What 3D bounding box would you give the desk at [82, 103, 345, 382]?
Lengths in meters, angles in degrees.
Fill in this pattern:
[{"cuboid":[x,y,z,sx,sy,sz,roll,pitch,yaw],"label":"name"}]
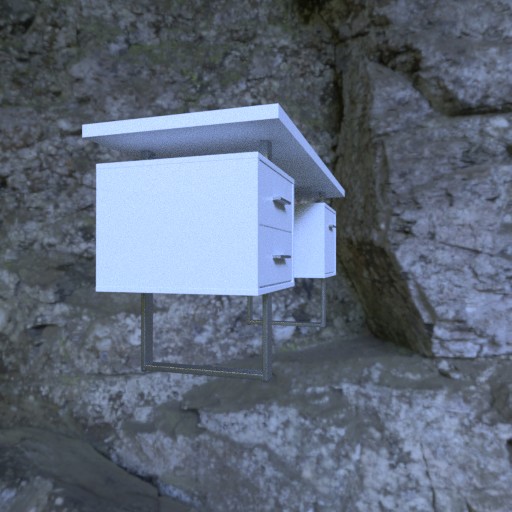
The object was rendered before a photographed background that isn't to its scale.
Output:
[{"cuboid":[0.000,0.000,1.953,0.603,0.773,1.530,0,0,18],"label":"desk"}]
